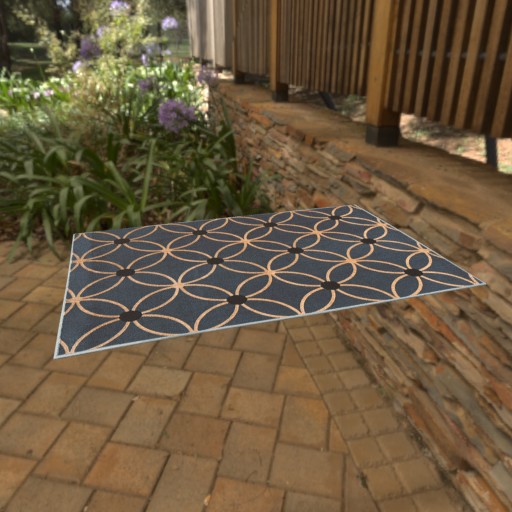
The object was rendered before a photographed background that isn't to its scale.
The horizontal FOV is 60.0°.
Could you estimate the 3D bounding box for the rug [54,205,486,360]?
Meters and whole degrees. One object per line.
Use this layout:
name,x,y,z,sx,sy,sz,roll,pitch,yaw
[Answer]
rug,0.000,0.000,2.856,2.284,0.008,1.522,-7,26,-16
